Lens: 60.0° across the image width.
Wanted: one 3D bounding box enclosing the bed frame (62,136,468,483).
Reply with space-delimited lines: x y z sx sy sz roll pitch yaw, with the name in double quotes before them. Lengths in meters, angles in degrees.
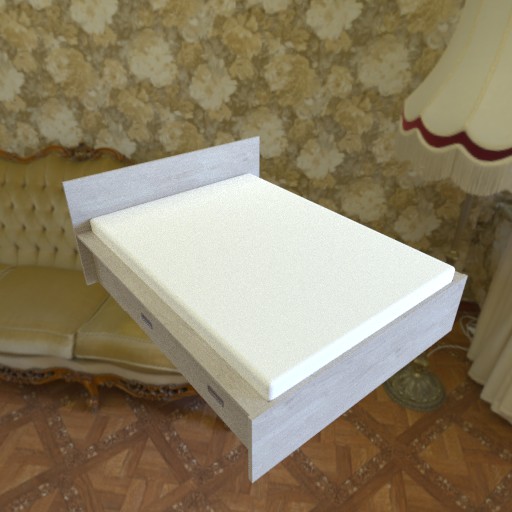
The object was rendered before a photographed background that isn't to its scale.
"bed frame" 0.000 0.000 2.837 1.622 0.800 1.960 -23 38 -32
